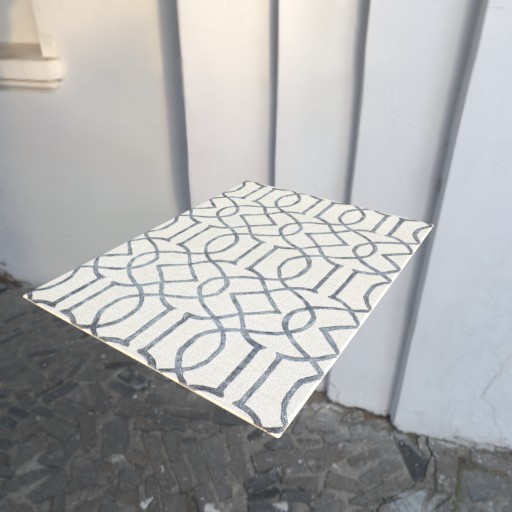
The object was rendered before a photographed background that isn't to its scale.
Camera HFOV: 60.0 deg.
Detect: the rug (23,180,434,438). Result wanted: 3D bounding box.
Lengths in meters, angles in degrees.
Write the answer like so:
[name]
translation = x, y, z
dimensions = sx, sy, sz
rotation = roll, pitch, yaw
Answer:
[rug]
translation = 0.000, 0.000, 3.784
dimensions = 2.211, 0.021, 2.910
rotation = 18, 35, 29
